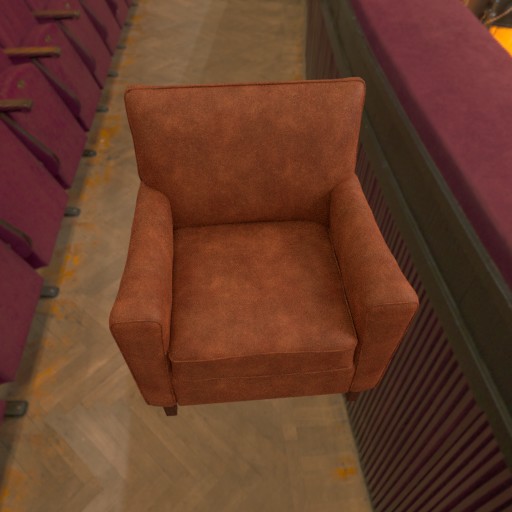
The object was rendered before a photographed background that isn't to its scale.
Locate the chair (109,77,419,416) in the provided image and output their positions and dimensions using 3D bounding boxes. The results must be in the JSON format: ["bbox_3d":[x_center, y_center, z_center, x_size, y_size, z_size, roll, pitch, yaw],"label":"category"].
[{"bbox_3d":[0.000,0.000,1.586,0.870,0.943,0.823,-4,47,-3],"label":"chair"}]
